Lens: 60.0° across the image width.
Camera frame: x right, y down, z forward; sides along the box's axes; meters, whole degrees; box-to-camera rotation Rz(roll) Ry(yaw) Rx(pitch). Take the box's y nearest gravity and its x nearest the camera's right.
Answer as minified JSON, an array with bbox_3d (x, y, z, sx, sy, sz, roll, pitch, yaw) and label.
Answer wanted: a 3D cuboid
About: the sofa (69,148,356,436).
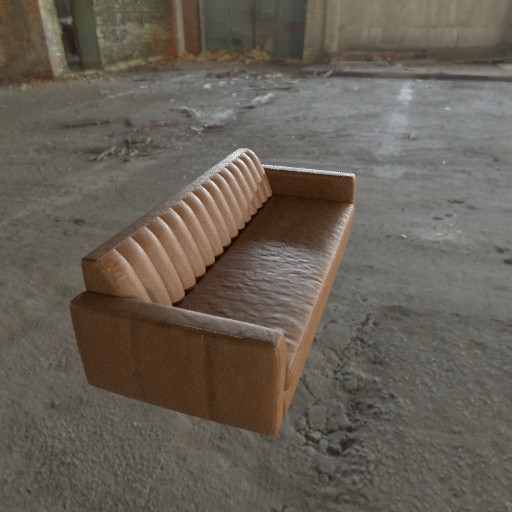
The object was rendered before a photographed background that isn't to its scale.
[{"bbox_3d":[0.000,0.000,2.824,0.990,0.821,2.291,9,30,16],"label":"sofa"}]
